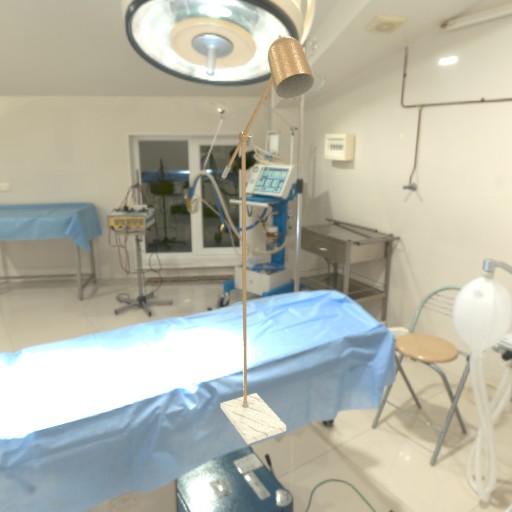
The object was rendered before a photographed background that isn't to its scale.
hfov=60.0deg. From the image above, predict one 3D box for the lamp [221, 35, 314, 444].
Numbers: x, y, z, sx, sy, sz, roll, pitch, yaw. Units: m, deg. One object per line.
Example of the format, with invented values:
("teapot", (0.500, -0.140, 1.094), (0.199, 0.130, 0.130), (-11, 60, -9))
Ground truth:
("lamp", (0.000, 0.000, 1.820), (0.194, 1.594, 0.653), (-8, 17, -26))
